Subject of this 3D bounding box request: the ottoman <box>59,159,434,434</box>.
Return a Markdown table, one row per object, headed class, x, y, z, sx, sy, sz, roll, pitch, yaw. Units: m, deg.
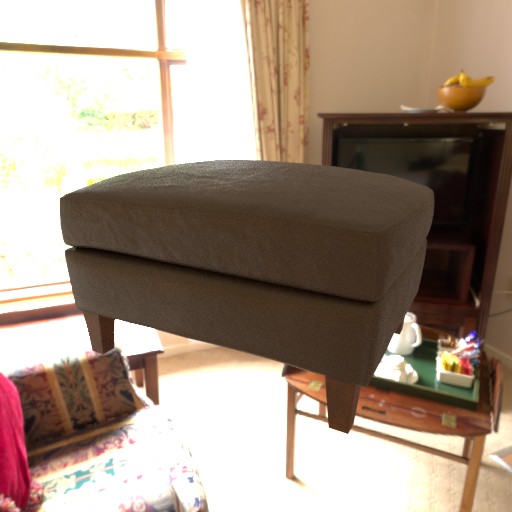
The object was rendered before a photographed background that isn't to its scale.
| class | x | y | z | sx | sy | sz | roll | pitch | yaw |
| --- | --- | --- | --- | --- | --- | --- | --- | --- | --- |
| ottoman | 0.000 | 0.000 | 1.274 | 0.887 | 0.529 | 0.659 | 9 | 19 | 27 |
